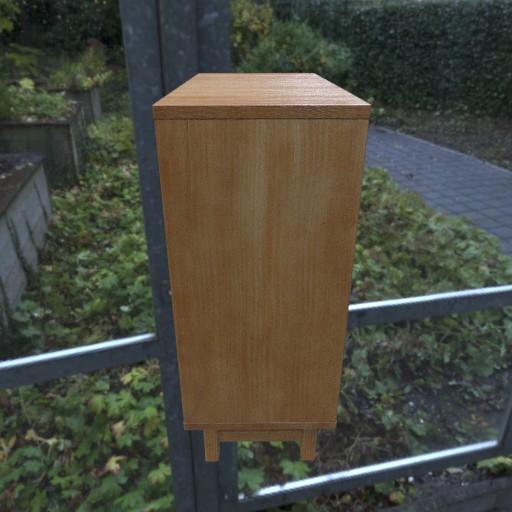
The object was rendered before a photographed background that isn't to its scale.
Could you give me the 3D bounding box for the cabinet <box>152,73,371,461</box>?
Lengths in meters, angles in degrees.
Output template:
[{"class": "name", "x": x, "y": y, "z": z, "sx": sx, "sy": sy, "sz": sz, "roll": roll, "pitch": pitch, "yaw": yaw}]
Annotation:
[{"class": "cabinet", "x": 0.000, "y": 0.000, "z": 1.380, "sx": 0.419, "sy": 1.001, "sz": 0.800, "roll": 0, "pitch": 26, "yaw": -1}]
